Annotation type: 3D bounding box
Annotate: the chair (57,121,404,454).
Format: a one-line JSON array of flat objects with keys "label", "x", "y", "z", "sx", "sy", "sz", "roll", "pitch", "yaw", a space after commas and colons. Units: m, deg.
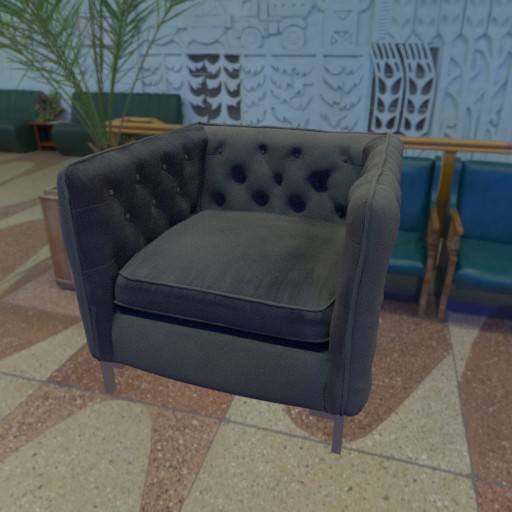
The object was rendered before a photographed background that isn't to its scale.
[{"label": "chair", "x": 0.000, "y": 0.000, "z": 1.609, "sx": 0.946, "sy": 0.807, "sz": 0.913, "roll": 8, "pitch": 26, "yaw": 17}]
